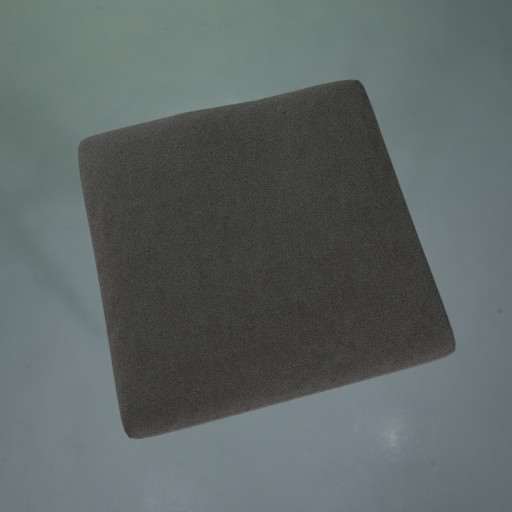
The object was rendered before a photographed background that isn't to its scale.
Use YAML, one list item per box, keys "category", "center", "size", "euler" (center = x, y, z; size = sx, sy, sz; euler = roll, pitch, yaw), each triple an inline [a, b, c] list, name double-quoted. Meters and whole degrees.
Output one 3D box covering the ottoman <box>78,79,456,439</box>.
- category: "ottoman"
  center: [0.000, 0.000, 1.385]
  size: [0.881, 0.482, 0.861]
  euler: [-14, 76, -4]
